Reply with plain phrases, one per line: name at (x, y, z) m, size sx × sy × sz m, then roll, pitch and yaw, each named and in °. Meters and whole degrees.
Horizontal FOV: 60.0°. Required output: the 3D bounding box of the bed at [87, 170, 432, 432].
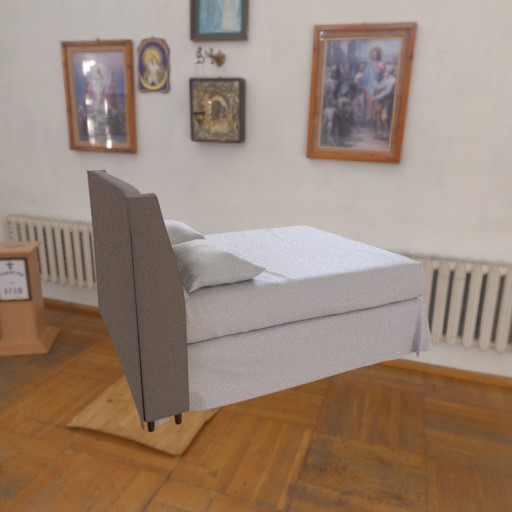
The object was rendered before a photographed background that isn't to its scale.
bed at (0.000, 0.000, 3.531) m, size 2.276 × 1.332 × 1.925 m, roll -7°, pitch 16°, yaw -25°
